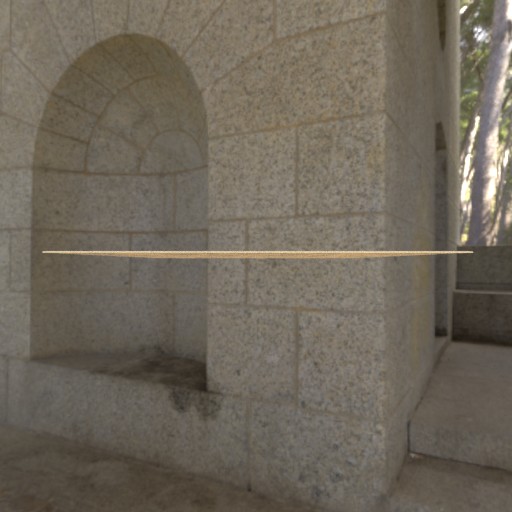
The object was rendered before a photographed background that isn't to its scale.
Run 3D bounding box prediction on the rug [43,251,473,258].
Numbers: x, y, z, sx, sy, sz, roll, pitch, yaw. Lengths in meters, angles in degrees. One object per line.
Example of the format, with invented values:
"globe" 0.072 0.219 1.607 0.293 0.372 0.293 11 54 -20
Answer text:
"rug" 0.000 0.000 3.912 2.380 0.008 2.977 0 -1 0
